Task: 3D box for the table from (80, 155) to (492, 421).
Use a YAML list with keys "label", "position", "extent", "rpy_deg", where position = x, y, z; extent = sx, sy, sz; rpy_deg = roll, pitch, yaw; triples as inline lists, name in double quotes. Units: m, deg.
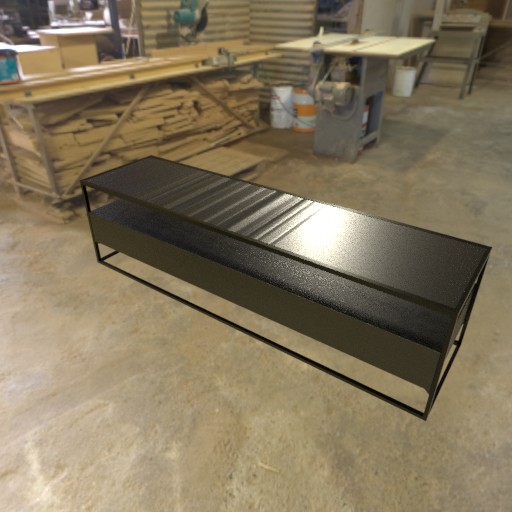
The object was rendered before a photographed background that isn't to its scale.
- label: "table"
  position: [0.000, 0.000, 1.682]
  extent: [1.486, 0.395, 0.399]
  rpy_deg: [20, 37, 30]
